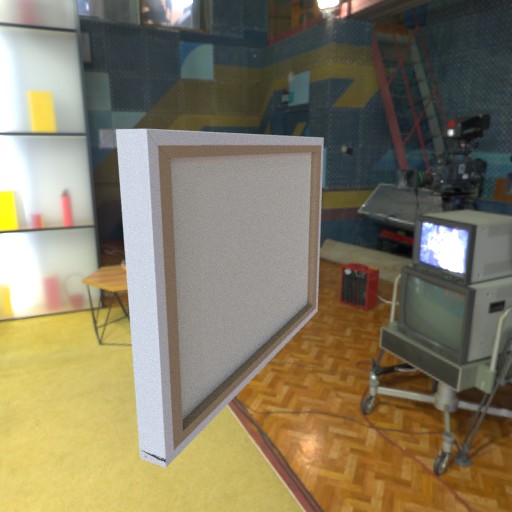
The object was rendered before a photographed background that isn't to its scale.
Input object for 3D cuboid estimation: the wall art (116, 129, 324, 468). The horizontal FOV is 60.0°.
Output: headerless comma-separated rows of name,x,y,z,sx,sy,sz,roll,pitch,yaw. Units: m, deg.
wall art,0.000,0.000,0.786,0.042,0.414,0.608,7,15,25
